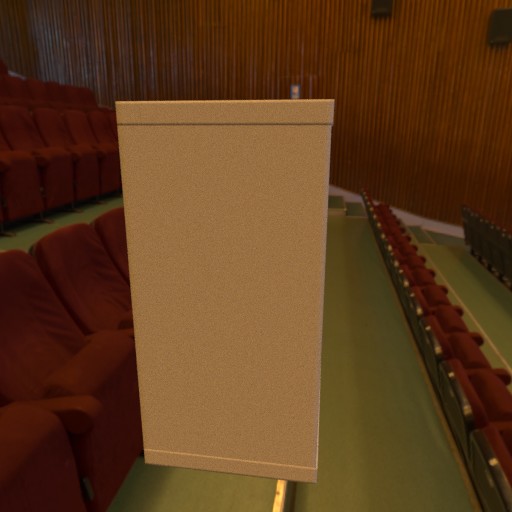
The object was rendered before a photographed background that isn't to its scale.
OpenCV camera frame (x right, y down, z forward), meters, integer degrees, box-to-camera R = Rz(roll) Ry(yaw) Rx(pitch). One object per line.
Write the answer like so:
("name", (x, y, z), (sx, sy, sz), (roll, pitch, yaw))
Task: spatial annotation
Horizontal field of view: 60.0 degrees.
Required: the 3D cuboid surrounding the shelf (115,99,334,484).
("shelf", (0.000, 0.000, 1.255), (0.390, 0.786, 0.790), (2, 16, 9))
